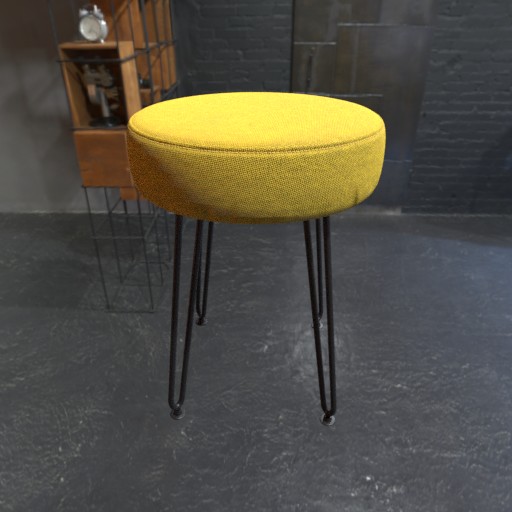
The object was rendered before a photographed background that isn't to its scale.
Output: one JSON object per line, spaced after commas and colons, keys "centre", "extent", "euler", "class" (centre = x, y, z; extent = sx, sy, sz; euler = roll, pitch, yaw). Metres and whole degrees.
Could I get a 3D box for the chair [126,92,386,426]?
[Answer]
{"centre": [0.000, 0.000, 0.701], "extent": [0.345, 0.455, 0.345], "euler": [1, 29, 3], "class": "chair"}
